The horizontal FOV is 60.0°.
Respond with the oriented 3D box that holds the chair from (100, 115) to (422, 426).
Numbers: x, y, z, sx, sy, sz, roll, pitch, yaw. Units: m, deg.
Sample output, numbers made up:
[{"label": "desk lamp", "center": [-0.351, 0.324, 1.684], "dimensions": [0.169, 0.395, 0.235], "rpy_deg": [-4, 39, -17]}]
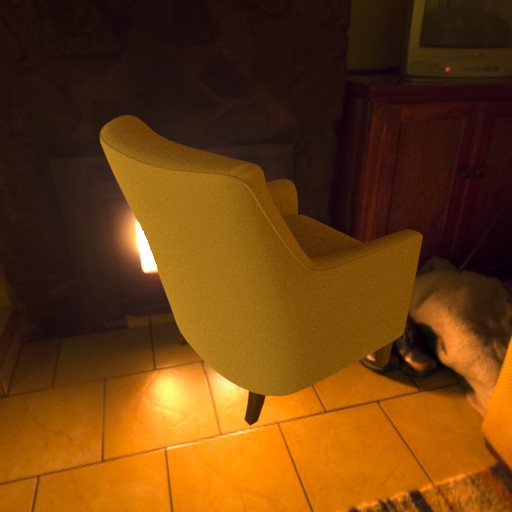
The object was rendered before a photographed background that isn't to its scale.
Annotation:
[{"label": "chair", "center": [0.000, 0.000, 1.559], "dimensions": [0.879, 0.916, 0.756], "rpy_deg": [-18, 32, -31]}]
